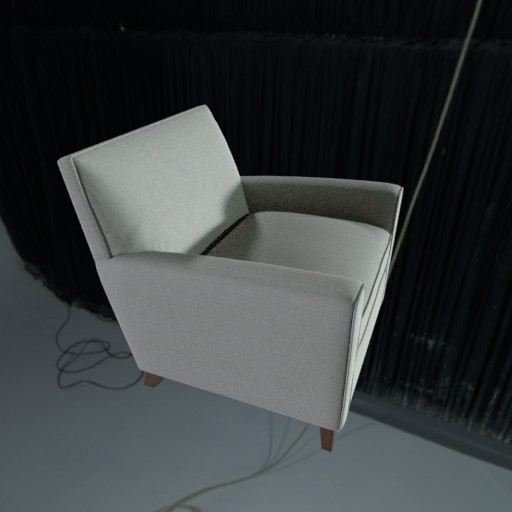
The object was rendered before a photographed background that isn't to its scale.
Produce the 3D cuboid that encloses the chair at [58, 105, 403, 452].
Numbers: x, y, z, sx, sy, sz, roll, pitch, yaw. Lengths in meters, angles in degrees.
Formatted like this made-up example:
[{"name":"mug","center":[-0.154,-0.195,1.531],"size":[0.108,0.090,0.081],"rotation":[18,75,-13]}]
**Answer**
[{"name":"chair","center":[0.000,0.000,1.577],"size":[0.871,0.846,0.840],"rotation":[12,32,20]}]
